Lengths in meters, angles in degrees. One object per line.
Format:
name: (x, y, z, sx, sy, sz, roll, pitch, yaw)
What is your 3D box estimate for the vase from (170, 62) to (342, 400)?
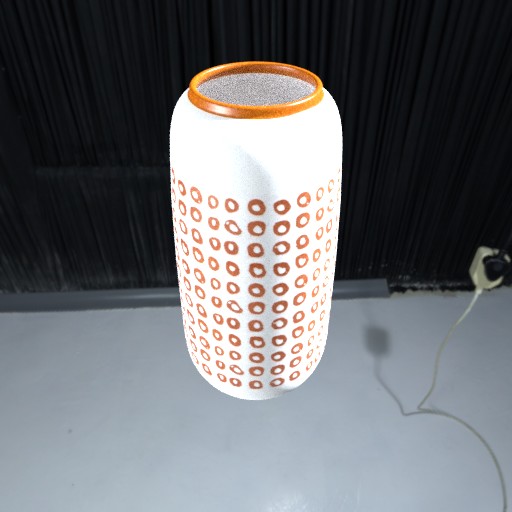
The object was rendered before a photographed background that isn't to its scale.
vase: (0.000, 0.000, 0.364, 0.133, 0.282, 0.133, 0, 40, 0)
